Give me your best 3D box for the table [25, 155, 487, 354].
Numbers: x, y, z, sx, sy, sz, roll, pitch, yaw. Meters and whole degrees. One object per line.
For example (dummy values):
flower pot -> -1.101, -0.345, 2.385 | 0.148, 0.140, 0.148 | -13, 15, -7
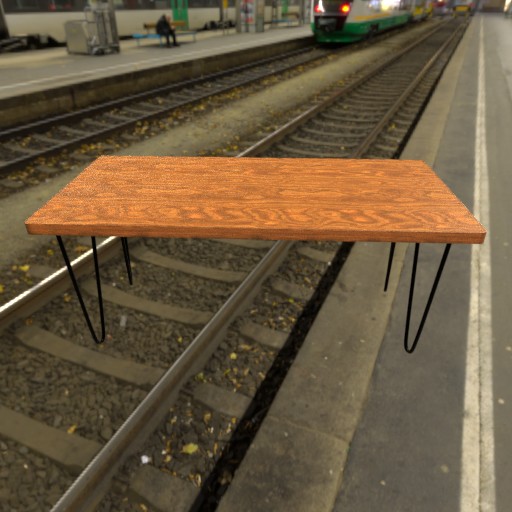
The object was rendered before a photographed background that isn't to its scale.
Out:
table -> 0.000, 0.000, 2.267 | 1.791, 0.753, 0.883 | 1, 30, 2
